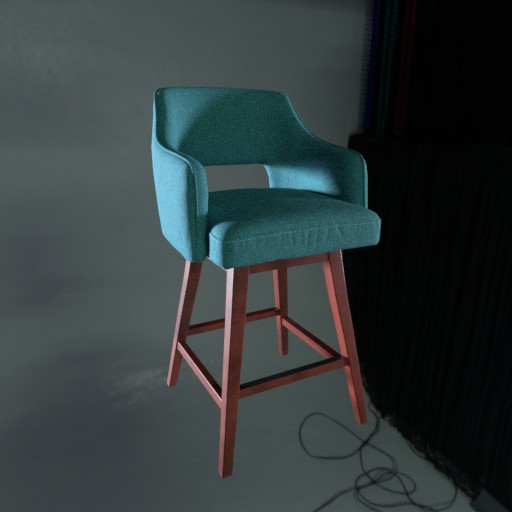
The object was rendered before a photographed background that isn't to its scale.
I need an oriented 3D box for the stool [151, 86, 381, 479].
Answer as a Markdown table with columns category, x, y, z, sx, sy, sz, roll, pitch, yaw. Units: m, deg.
| category | x | y | z | sx | sy | sz | roll | pitch | yaw |
| --- | --- | --- | --- | --- | --- | --- | --- | --- | --- |
| stool | 0.000 | 0.000 | 1.307 | 0.548 | 0.961 | 0.556 | -9 | 19 | -26 |
